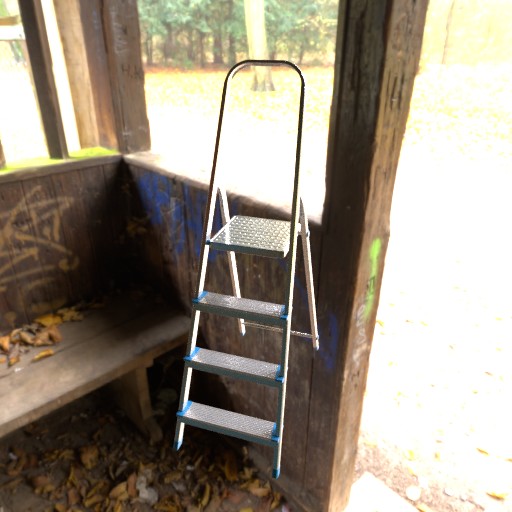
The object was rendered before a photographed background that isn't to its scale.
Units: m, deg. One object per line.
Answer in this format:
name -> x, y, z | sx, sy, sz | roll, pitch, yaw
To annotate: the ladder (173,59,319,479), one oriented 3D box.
ladder -> 0.000, 0.000, 1.783 | 0.445, 1.434, 0.842 | 8, 28, 16
